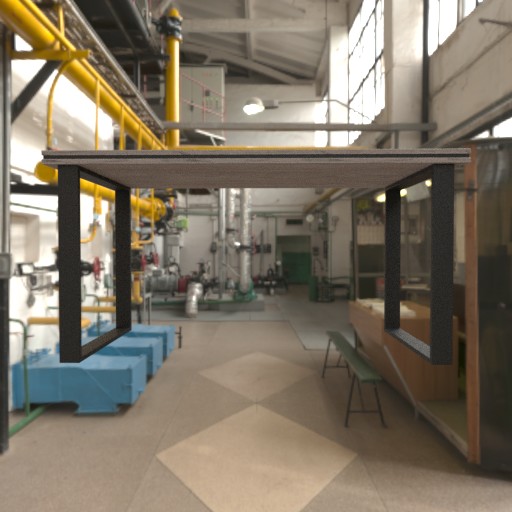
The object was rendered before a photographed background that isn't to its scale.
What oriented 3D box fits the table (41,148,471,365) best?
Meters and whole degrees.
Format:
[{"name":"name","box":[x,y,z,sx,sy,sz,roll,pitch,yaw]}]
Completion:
[{"name":"table","box":[0.000,0.000,2.240,1.778,0.899,0.795,0,1,1]}]
